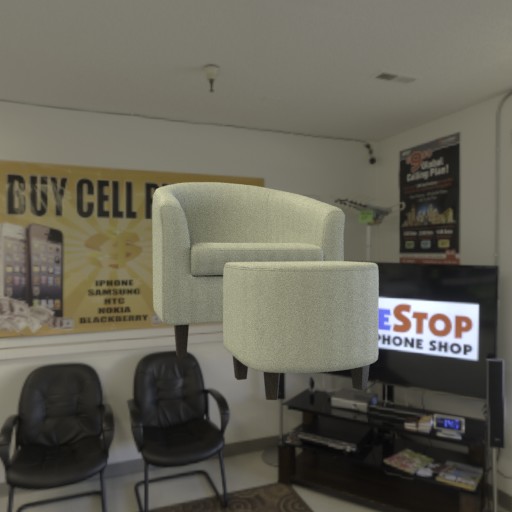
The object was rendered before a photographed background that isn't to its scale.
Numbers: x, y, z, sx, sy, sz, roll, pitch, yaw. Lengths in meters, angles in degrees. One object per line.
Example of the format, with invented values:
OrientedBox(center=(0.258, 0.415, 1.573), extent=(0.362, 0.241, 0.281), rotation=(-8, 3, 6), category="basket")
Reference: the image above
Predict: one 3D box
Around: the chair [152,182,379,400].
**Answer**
OrientedBox(center=(0.000, 0.000, 1.750), extent=(0.756, 0.757, 1.288), rotation=(0, 1, -19), category="chair")
